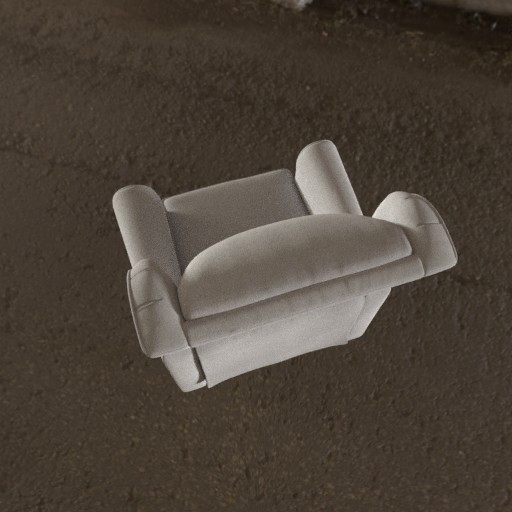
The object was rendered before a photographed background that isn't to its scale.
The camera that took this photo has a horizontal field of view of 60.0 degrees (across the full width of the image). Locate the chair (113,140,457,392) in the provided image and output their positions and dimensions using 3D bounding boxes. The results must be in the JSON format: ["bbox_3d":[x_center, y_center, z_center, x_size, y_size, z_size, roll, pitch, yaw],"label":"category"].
[{"bbox_3d":[0.000,0.000,1.612,0.906,0.967,0.854,-16,60,-9],"label":"chair"}]
